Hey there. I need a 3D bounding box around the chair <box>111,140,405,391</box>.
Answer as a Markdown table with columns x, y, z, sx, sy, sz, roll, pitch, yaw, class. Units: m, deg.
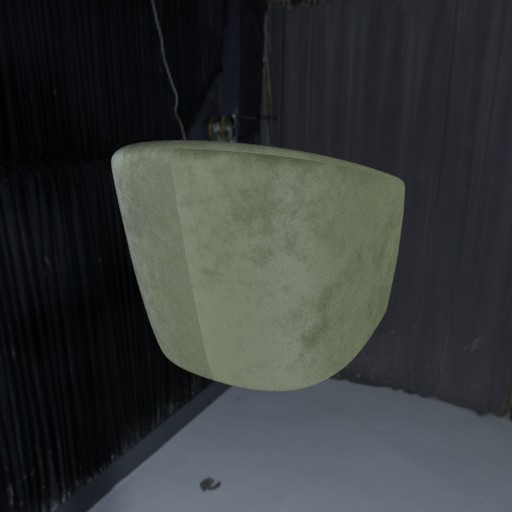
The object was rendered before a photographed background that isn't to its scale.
| x | y | z | sx | sy | sz | roll | pitch | yaw | class |
| --- | --- | --- | --- | --- | --- | --- | --- | --- | --- |
| 0.000 | 0.000 | 1.371 | 0.773 | 0.698 | 0.767 | 8 | 17 | 28 | chair |
